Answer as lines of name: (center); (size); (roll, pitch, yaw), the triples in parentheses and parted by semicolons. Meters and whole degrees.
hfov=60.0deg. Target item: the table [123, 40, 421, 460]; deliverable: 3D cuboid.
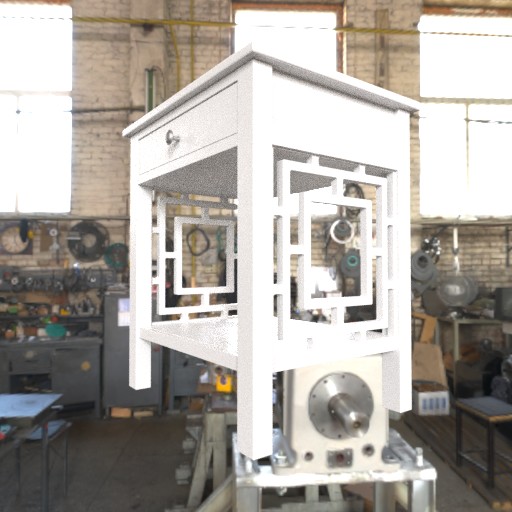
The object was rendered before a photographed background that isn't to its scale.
table: (0.000, 0.000, 1.022); (0.451, 0.646, 0.564); (1, -2, -36)
